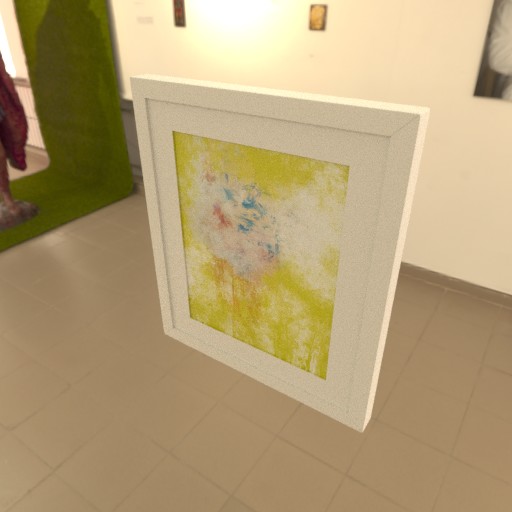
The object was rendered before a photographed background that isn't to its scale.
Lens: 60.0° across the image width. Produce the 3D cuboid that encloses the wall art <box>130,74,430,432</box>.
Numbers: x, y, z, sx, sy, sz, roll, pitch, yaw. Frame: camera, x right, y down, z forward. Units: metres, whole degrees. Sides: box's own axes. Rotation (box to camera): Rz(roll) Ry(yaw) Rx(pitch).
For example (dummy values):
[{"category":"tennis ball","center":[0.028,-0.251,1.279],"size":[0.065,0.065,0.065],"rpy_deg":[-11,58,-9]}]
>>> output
[{"category":"wall art","center":[0.000,0.000,0.534],"size":[0.331,0.381,0.028],"rpy_deg":[19,35,29]}]
